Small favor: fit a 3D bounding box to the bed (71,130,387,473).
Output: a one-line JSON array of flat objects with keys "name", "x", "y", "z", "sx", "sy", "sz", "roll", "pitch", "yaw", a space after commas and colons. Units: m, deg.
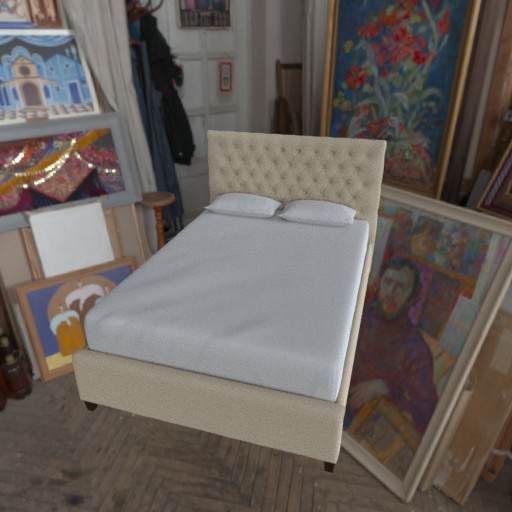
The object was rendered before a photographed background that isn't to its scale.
[{"name": "bed", "x": 0.000, "y": 0.000, "z": 3.415, "sx": 1.698, "sy": 1.427, "sz": 2.387, "roll": 8, "pitch": 27, "yaw": 15}]
